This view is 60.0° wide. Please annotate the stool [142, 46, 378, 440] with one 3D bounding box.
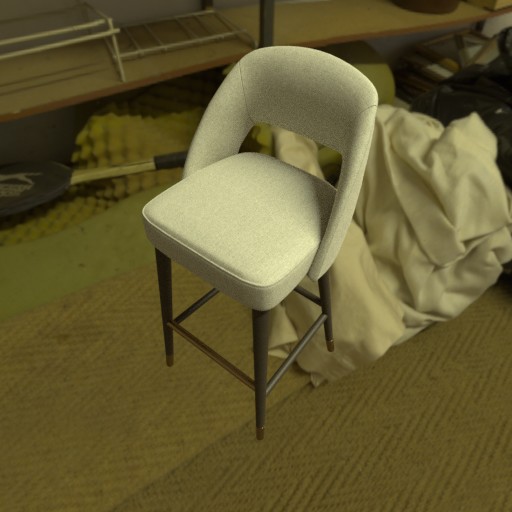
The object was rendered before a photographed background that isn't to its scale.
[{"bbox_3d":[0.000,0.000,1.313,0.494,1.037,0.509,30,52,27],"label":"stool"}]
